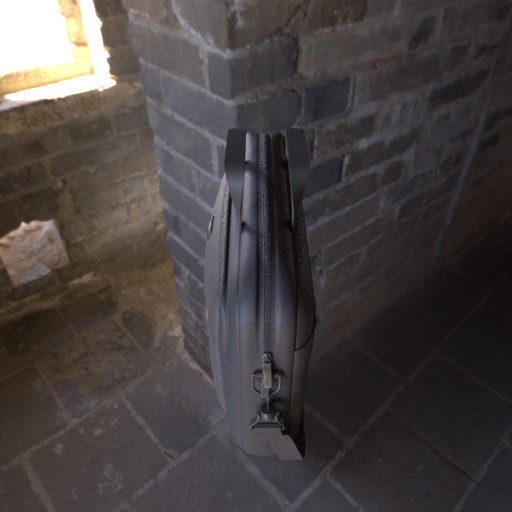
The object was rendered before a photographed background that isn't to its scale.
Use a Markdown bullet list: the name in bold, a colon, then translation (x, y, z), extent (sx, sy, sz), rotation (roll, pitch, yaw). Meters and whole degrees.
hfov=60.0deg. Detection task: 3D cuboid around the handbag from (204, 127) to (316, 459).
- **handbag**: translation (0.000, 0.000, 0.572), extent (0.126, 0.330, 0.429), rotation (0, 41, 0)
